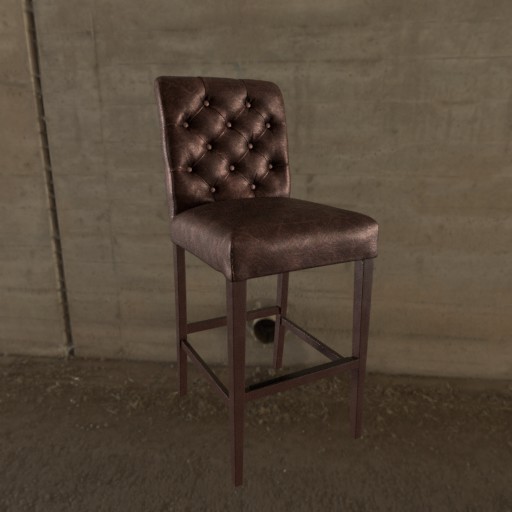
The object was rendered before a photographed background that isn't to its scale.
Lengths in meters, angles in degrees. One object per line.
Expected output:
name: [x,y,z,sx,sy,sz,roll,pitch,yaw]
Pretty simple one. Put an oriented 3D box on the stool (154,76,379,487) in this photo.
stool: [0.000,0.000,1.487,0.483,1.168,0.659,-8,18,-27]
